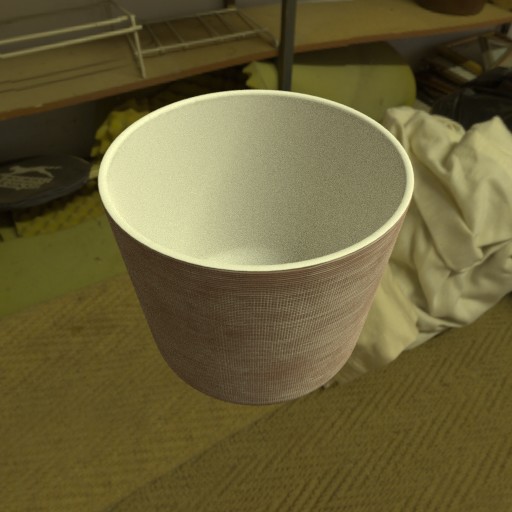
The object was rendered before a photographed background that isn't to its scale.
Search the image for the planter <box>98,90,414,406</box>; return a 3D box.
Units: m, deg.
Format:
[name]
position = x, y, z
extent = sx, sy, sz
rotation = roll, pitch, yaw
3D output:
[planter]
position = 0.000, 0.000, 0.775
extent = 0.440, 0.398, 0.440
rotation = 0, 45, 0
